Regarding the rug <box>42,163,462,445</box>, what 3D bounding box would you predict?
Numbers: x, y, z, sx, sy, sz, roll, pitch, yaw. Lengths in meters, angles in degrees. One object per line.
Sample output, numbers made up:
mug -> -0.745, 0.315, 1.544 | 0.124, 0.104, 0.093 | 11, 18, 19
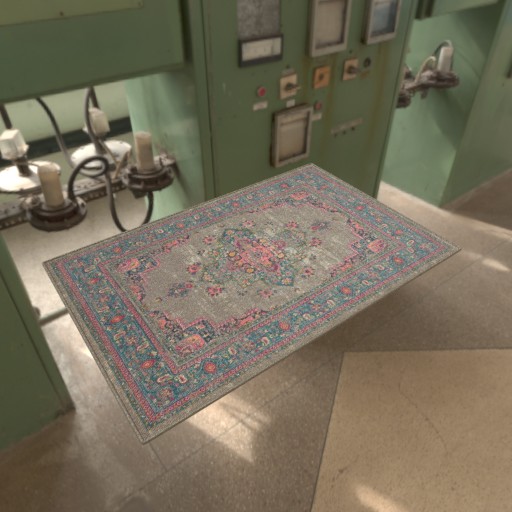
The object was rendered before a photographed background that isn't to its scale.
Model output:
rug -> 0.000, 0.000, 2.194 | 1.748, 0.014, 1.144 | -25, 45, -27
